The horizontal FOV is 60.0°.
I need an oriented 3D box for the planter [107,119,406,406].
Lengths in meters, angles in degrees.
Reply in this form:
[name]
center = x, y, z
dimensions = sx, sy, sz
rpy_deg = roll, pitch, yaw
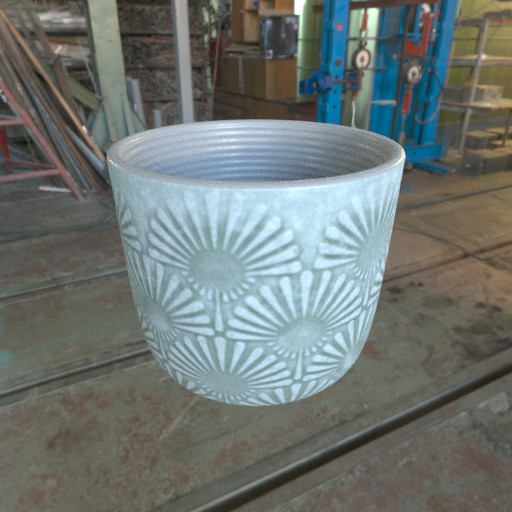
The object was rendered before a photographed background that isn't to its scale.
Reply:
[planter]
center = 0.000, 0.000, 0.215
dimensions = 0.124, 0.109, 0.124
rpy_deg = 0, 26, 0
